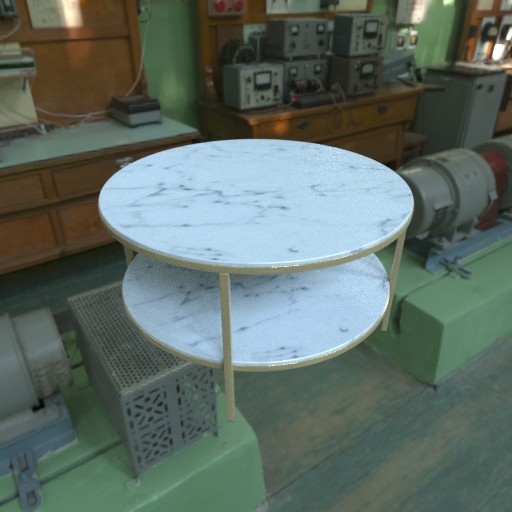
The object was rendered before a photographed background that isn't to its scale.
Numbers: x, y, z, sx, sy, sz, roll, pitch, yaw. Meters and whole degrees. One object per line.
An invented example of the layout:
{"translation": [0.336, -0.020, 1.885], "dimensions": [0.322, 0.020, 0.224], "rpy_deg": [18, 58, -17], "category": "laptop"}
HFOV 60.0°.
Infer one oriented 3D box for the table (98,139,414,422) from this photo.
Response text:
{"translation": [0.000, 0.000, 1.284], "dimensions": [0.800, 0.450, 0.800], "rpy_deg": [0, 31, 0], "category": "table"}
